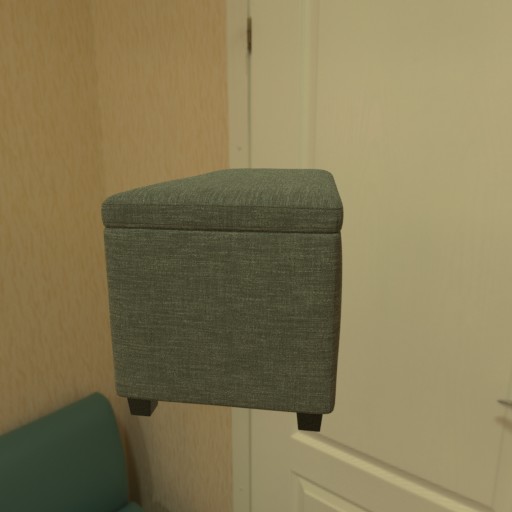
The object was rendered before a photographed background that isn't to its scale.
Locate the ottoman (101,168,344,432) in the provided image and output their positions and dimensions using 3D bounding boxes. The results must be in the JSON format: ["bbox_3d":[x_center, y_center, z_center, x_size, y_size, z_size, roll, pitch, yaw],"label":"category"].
[{"bbox_3d":[0.000,0.000,1.169,0.419,0.432,0.902,2,14,8],"label":"ottoman"}]
